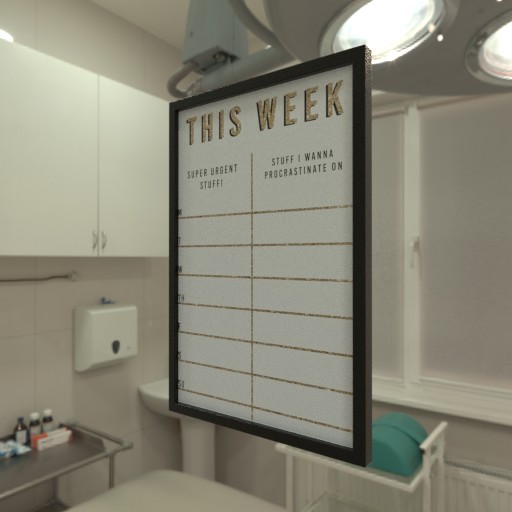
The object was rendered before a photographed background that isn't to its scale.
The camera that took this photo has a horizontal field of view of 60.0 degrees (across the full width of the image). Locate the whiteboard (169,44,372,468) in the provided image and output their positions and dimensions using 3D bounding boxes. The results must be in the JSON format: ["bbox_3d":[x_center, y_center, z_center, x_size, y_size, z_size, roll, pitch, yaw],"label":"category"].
[{"bbox_3d":[0.000,0.000,0.766,0.406,0.611,0.026,0,0,36],"label":"whiteboard"}]
